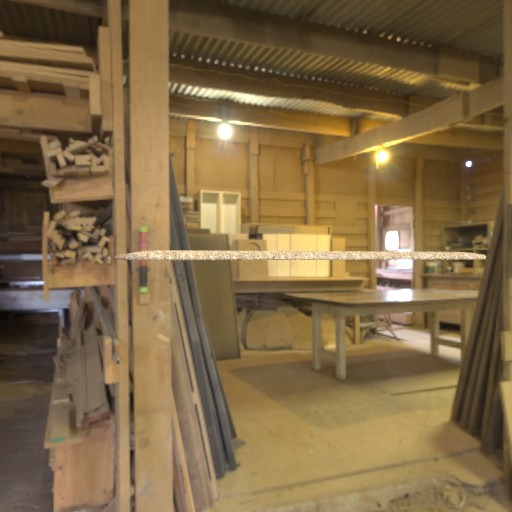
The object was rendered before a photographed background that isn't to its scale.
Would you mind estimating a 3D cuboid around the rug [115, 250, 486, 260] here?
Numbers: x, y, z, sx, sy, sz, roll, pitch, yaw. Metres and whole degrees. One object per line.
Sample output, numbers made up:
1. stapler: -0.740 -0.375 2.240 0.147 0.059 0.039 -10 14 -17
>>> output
1. rug: 0.000 0.000 3.779 2.242 0.050 2.873 0 0 -19
